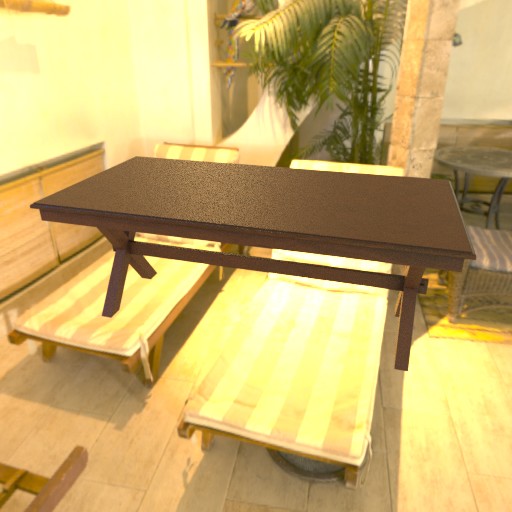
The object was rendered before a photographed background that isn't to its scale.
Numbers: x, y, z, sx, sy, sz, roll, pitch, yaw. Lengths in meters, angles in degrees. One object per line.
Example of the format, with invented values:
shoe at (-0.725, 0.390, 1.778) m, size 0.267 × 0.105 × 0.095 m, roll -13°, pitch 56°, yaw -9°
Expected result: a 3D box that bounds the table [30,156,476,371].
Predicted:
table at (0.000, 0.000, 1.492) m, size 1.197 × 0.459 × 0.594 m, roll 7°, pitch 27°, yaw 15°
